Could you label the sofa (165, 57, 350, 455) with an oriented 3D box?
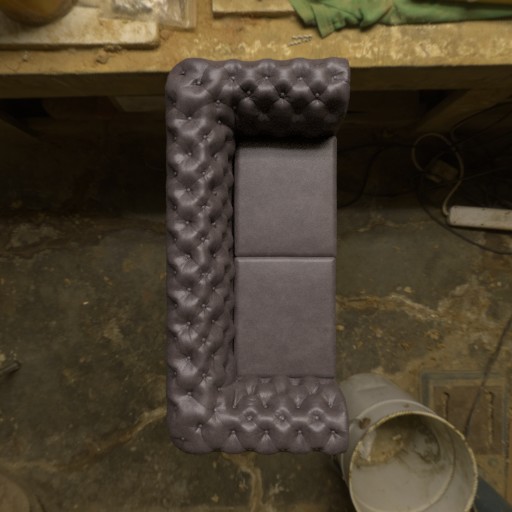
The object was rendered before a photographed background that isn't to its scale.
[{"bbox_3d":[0.000,0.000,2.550,0.944,0.779,2.048,0,91,0],"label":"sofa"}]
